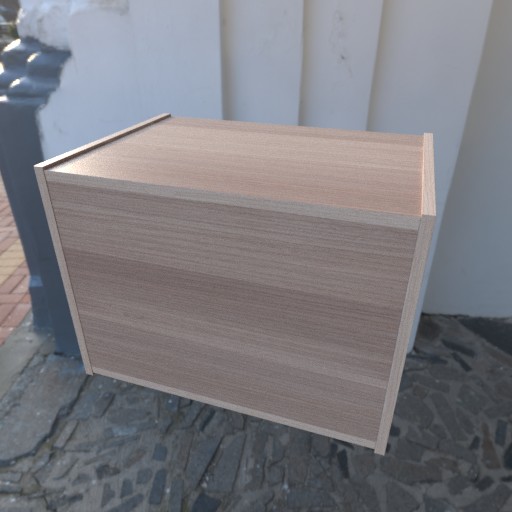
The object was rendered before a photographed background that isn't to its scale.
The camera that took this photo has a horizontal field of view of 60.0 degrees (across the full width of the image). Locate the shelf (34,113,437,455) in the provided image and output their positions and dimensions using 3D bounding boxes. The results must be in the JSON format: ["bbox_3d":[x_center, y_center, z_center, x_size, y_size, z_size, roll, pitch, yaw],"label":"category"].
[{"bbox_3d":[0.000,0.000,0.619,0.415,0.305,0.290,9,31,16],"label":"shelf"}]
